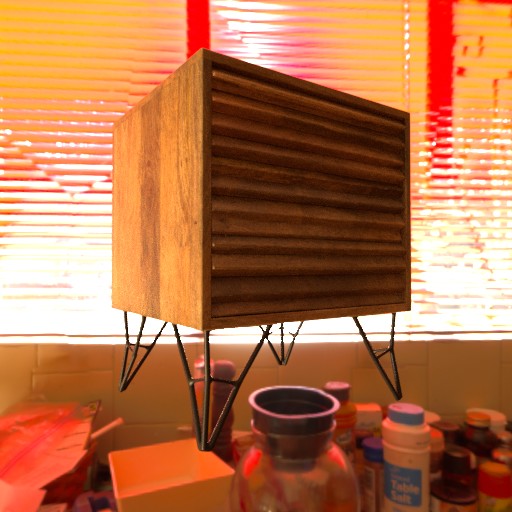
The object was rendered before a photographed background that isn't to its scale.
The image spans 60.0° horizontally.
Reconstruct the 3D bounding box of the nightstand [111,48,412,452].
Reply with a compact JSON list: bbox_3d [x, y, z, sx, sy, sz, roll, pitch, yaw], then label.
[{"bbox_3d":[0.000,0.000,0.892,0.457,0.559,0.406,1,-1,-35],"label":"nightstand"}]
